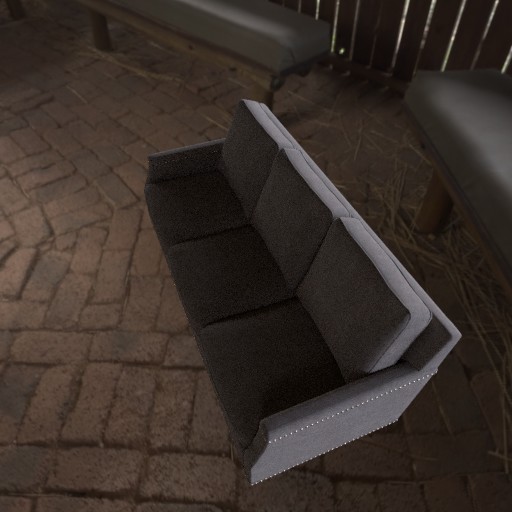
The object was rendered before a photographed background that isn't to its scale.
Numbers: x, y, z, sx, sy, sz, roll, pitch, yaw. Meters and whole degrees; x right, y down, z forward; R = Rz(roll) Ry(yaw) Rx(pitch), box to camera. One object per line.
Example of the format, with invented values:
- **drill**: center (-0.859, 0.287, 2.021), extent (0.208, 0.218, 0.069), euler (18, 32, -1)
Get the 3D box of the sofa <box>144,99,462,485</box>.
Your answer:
- **sofa**: center (0.000, 0.000, 2.743), extent (1.034, 1.042, 2.226), euler (-17, 49, -15)
